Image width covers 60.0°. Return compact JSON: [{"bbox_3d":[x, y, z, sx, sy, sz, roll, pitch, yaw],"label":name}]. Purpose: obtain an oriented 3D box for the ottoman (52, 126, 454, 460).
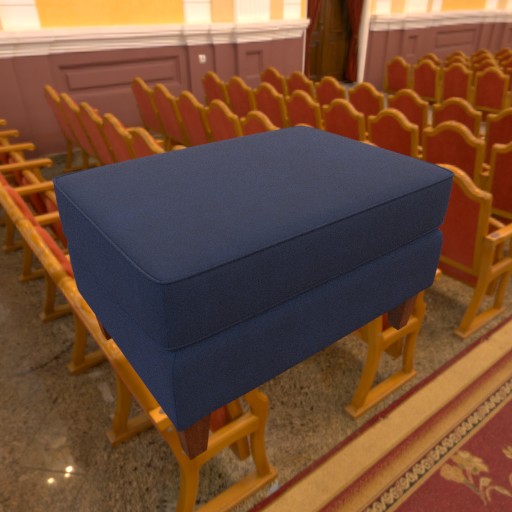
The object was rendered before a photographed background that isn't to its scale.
[{"bbox_3d":[0.000,0.000,1.369,0.965,0.584,0.686,-21,37,-31],"label":"ottoman"}]
